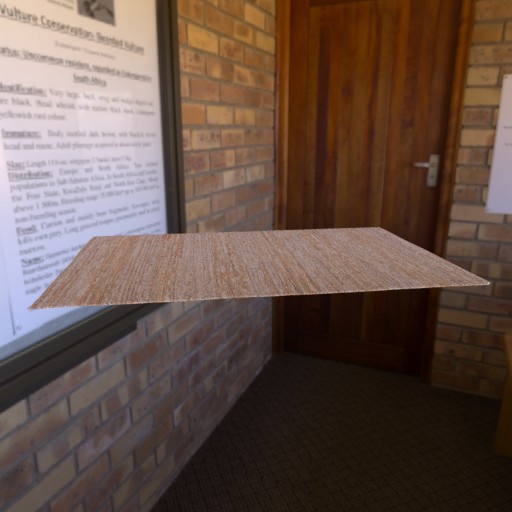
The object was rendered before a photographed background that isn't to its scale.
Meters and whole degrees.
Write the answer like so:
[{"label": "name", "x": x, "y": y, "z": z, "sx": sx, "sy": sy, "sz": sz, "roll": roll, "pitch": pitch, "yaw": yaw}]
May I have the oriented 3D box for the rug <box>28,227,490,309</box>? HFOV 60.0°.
[{"label": "rug", "x": 0.000, "y": 0.000, "z": 3.024, "sx": 2.446, "sy": 0.009, "sz": 1.529, "roll": -2, "pitch": 16, "yaw": -8}]
